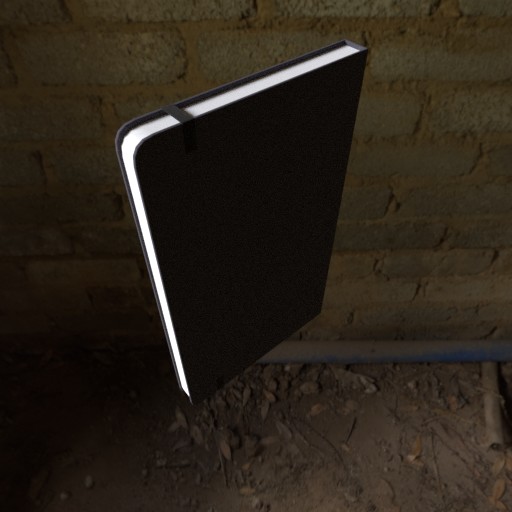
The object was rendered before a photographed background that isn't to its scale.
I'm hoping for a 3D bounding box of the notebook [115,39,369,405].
[{"bbox_3d":[0.000,0.000,0.263,0.127,0.213,0.016,-32,54,-26],"label":"notebook"}]
